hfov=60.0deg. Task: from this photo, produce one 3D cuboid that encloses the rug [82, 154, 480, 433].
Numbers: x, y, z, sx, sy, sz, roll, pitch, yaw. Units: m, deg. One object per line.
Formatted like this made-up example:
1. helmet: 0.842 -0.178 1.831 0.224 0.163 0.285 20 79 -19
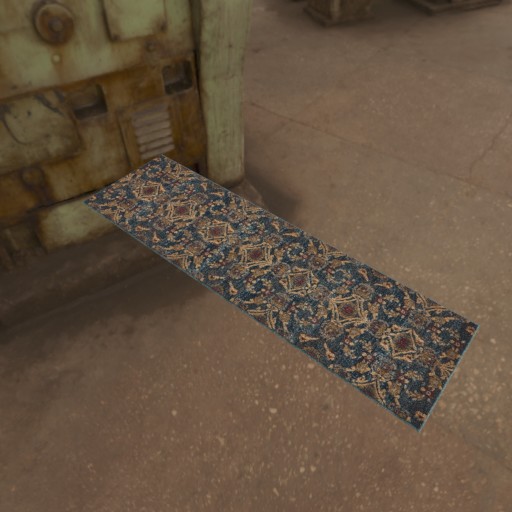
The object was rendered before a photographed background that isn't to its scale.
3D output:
1. rug: 0.000 0.000 2.491 2.292 0.014 0.685 31 54 25
